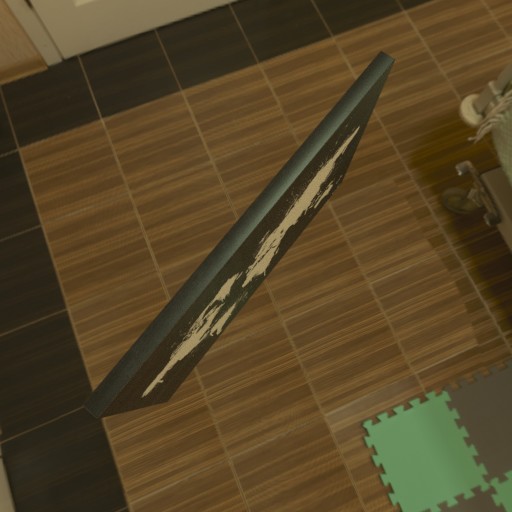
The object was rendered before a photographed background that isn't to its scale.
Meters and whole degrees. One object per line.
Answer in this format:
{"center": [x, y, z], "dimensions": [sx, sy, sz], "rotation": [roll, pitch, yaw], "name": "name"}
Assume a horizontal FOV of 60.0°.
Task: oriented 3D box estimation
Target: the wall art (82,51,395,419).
{"center": [0.000, 0.000, 1.137], "dimensions": [0.038, 0.612, 0.912], "rotation": [37, 78, 10], "name": "wall art"}
